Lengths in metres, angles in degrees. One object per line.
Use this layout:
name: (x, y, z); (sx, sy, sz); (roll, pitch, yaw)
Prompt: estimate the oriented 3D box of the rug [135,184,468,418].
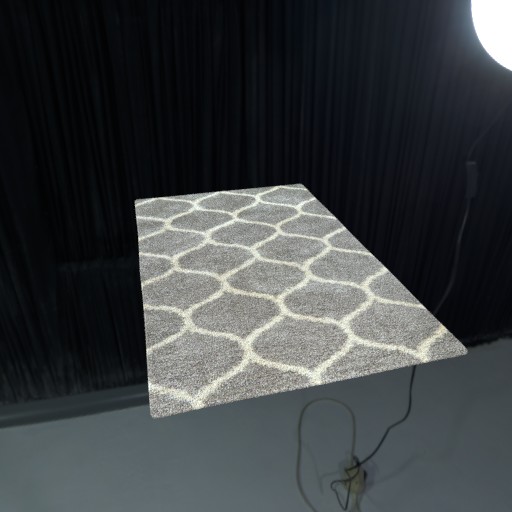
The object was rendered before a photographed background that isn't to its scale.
rug: (0.000, 0.000, 2.943); (1.501, 0.025, 2.348); (-8, 31, -13)
